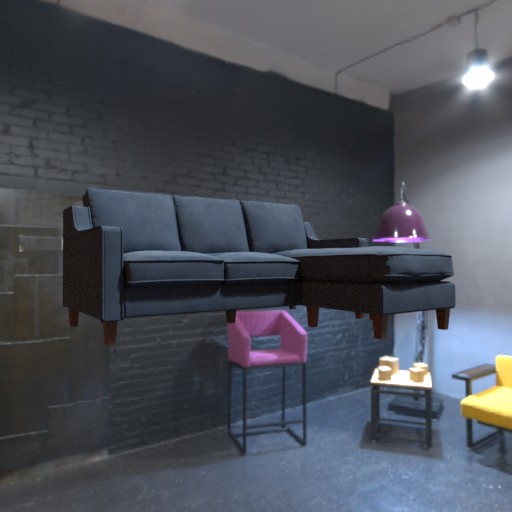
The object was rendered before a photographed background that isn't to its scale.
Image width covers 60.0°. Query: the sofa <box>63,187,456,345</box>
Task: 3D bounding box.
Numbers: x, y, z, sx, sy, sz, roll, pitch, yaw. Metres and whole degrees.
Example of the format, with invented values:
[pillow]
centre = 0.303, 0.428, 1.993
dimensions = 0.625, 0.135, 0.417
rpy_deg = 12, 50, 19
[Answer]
[sofa]
centre = 0.000, 0.000, 3.288
dimensions = 2.317, 1.066, 1.858
rpy_deg = 1, -1, -35
